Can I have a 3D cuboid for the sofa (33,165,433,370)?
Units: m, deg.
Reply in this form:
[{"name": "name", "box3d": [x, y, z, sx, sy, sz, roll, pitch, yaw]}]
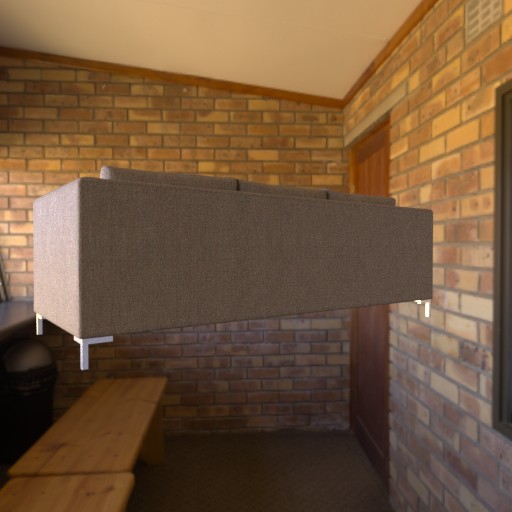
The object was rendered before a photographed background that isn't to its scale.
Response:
[{"name": "sofa", "box3d": [0.000, 0.000, 2.818, 2.415, 0.867, 0.969, -1, 1, -36]}]
